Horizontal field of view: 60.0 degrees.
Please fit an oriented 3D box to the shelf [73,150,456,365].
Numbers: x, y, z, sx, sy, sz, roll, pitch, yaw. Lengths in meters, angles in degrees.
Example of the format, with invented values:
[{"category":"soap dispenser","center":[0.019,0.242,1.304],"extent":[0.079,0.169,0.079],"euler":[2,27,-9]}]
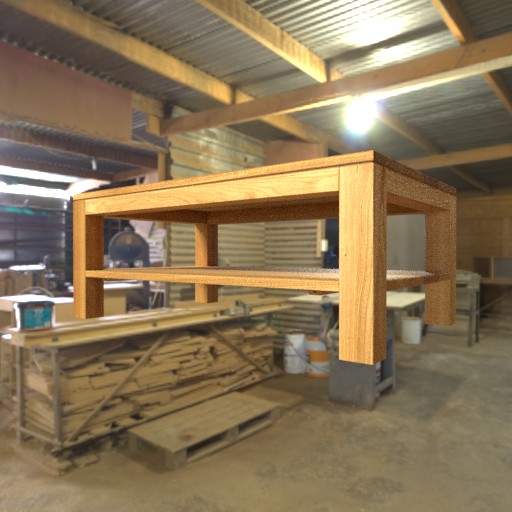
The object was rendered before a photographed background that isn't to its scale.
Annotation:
[{"category":"shelf","center":[0.000,0.000,1.553],"extent":[1.150,0.450,0.700],"euler":[0,0,37]}]
